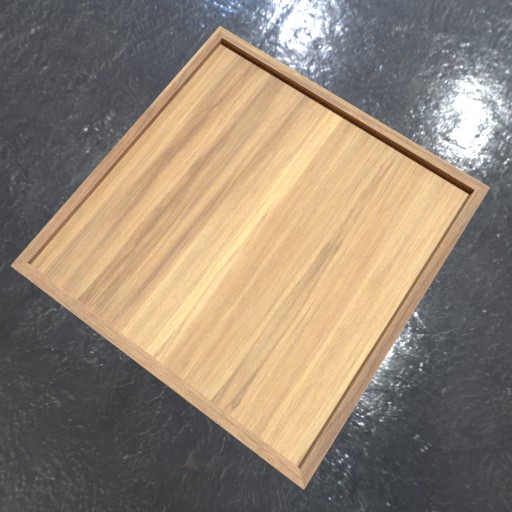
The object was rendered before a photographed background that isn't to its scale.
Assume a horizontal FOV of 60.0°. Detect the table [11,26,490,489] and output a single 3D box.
[{"bbox_3d":[0.000,0.000,1.095,0.676,0.464,0.679,34,78,9],"label":"table"}]
